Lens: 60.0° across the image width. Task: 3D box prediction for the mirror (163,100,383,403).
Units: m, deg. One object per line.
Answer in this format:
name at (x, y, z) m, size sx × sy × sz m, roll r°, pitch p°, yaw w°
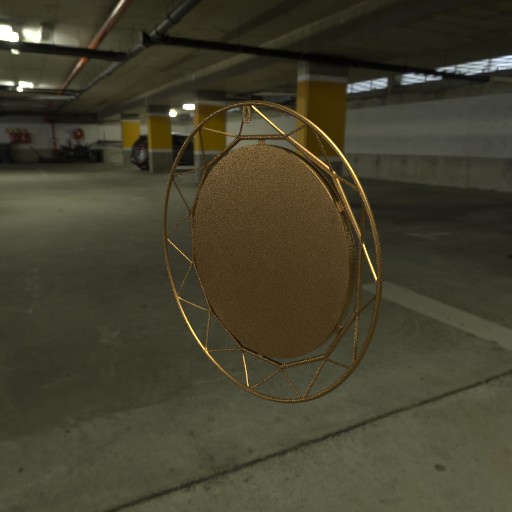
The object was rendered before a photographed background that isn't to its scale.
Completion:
mirror at (0.000, 0.000, 0.688) m, size 0.043 × 0.454 × 0.454 m, roll -14°, pitch 20°, yaw -43°
